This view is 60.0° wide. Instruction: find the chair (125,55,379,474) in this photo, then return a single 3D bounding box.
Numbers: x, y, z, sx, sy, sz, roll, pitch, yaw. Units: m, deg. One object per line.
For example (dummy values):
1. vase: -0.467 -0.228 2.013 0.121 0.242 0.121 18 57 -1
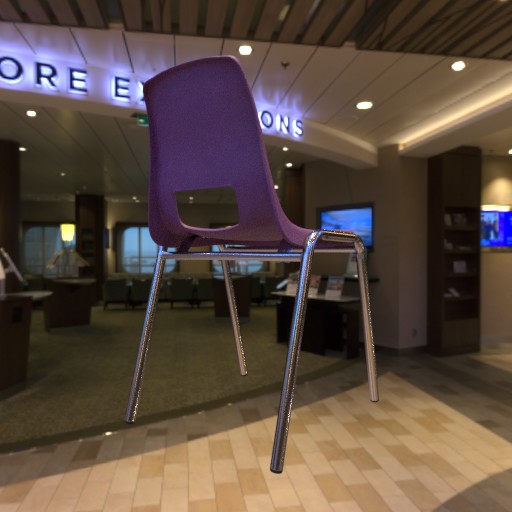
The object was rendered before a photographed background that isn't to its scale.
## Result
1. chair: 0.000 0.000 0.920 0.381 0.654 0.432 1 1 34
